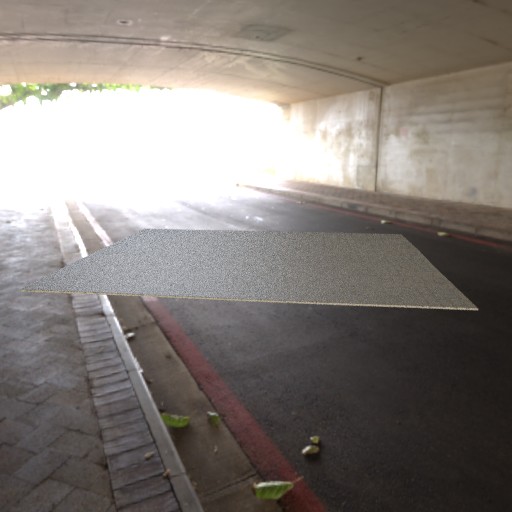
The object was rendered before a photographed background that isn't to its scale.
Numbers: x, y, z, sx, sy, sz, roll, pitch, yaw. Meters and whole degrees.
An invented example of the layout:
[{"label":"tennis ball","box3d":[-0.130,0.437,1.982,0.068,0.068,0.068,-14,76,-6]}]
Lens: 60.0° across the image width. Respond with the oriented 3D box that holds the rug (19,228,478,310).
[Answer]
[{"label":"rug","box3d":[0.000,0.000,4.072,3.061,0.014,2.447,2,14,7]}]
